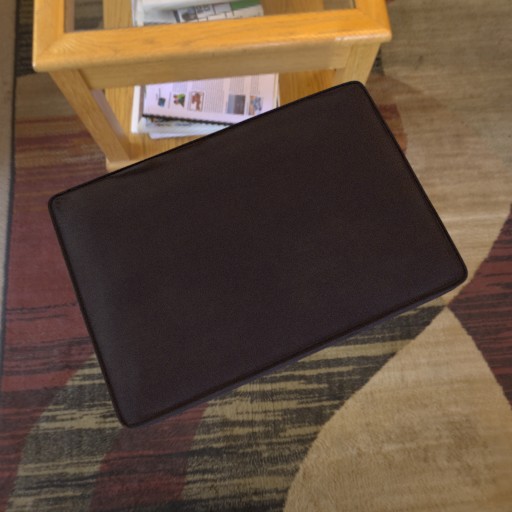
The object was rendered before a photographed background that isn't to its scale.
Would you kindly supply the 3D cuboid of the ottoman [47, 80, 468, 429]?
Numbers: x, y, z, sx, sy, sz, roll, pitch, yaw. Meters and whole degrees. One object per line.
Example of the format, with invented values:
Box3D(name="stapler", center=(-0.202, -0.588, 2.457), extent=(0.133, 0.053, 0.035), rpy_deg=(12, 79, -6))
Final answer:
Box3D(name="ottoman", center=(0.000, 0.000, 1.299), extent=(0.938, 0.503, 0.637), rpy_deg=(-23, 77, -6))
